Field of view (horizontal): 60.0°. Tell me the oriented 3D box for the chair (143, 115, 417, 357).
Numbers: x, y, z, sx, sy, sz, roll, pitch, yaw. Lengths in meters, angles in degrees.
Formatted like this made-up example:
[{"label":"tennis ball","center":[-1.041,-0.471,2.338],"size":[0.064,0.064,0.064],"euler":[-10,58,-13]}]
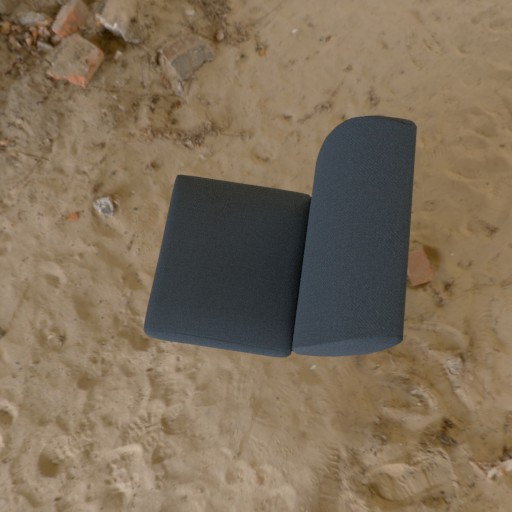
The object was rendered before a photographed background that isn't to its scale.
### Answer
[{"label":"chair","center":[0.000,0.000,1.215],"size":[0.592,0.804,0.513],"euler":[7,75,2]}]
